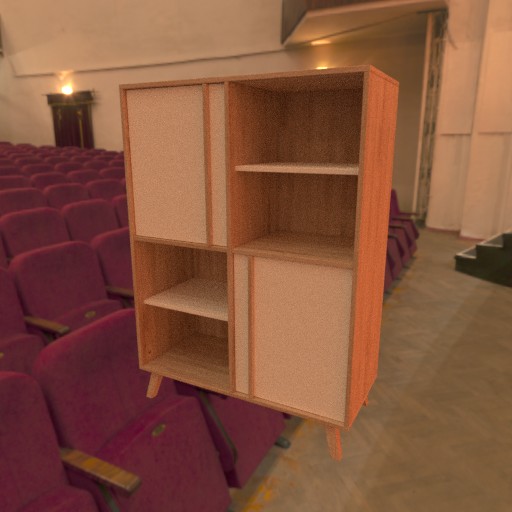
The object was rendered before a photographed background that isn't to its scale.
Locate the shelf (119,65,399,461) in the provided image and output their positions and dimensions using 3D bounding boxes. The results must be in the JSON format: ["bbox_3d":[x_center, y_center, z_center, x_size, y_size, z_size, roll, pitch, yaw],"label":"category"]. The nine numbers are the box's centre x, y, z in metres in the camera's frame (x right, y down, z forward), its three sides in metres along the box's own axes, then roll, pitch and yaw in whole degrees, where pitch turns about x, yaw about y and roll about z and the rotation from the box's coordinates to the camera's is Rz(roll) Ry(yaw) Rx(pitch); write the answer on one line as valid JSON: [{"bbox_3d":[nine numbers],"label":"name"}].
[{"bbox_3d":[0.000,0.000,1.901,1.000,1.390,0.450,8,16,27],"label":"shelf"}]
